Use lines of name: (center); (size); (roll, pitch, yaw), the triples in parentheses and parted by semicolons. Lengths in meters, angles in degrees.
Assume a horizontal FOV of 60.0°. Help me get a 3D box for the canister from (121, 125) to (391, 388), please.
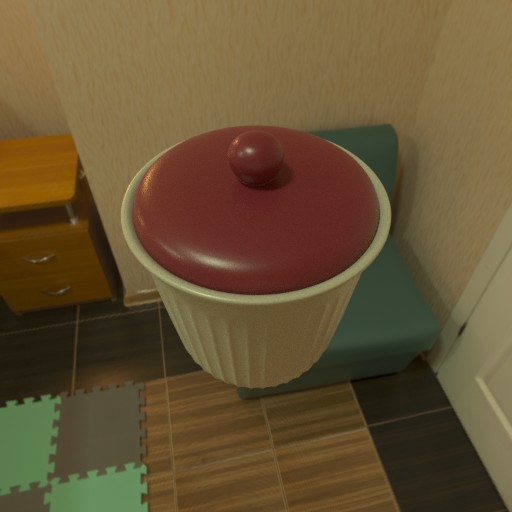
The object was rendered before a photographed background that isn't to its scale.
canister: (0.000, 0.000, 0.345); (0.181, 0.211, 0.181); (0, 47, 0)
